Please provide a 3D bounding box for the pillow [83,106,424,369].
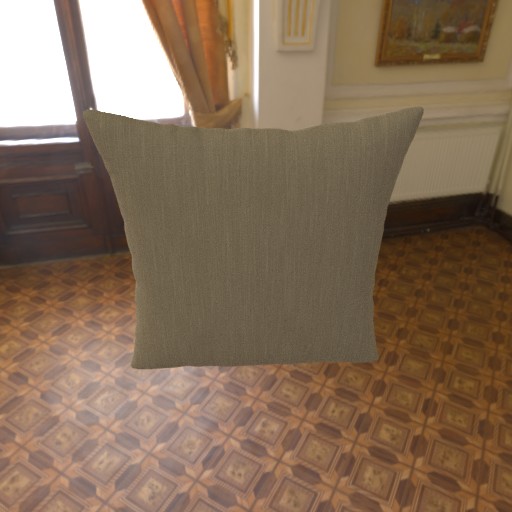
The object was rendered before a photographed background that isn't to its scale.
[{"bbox_3d":[0.000,0.000,0.788,0.511,0.509,0.161,-1,30,-2],"label":"pillow"}]
